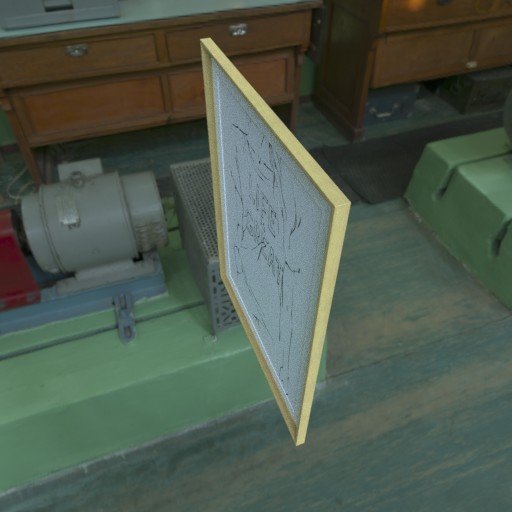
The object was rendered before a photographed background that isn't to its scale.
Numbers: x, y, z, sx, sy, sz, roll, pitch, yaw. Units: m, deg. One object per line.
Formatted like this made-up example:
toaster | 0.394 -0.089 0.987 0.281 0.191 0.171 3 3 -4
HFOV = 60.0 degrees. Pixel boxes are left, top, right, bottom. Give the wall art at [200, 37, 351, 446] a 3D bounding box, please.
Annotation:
wall art | 0.000 0.000 1.352 0.030 1.002 0.798 -15 48 -15
